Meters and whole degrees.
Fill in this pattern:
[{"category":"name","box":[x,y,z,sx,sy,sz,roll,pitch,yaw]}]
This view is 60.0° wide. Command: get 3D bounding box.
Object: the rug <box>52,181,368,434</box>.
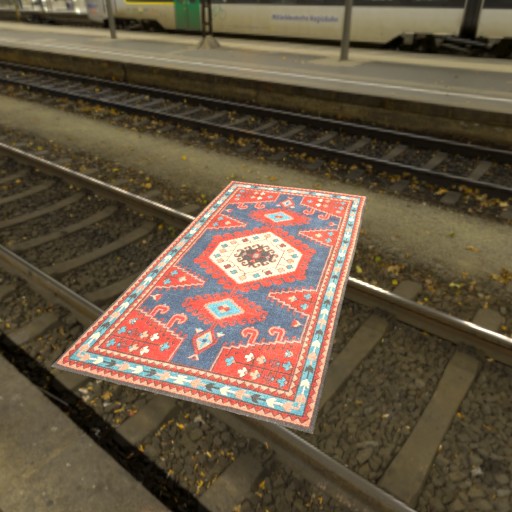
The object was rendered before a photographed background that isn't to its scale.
[{"category":"rug","box":[0.000,0.000,3.589,1.522,0.034,3.032,9,32,15]}]
